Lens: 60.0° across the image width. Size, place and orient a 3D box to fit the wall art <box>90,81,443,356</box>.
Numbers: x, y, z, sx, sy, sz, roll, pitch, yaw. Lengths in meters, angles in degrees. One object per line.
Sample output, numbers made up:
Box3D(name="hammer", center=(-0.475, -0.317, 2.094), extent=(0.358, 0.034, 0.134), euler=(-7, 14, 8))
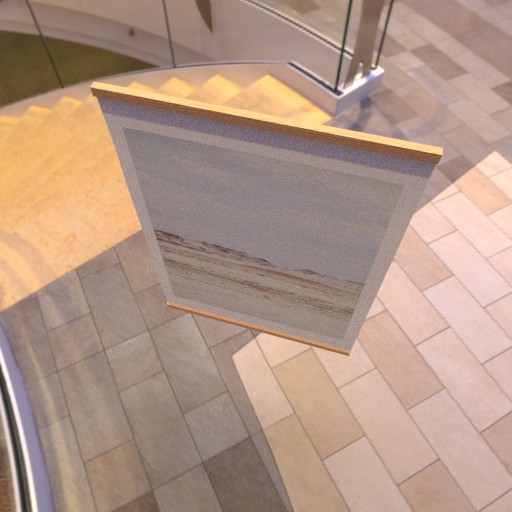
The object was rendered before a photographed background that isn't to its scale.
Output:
Box3D(name="wall art", center=(0.000, 0.000, 1.320), extent=(0.739, 1.016, 0.020), euler=(14, 57, 9))
